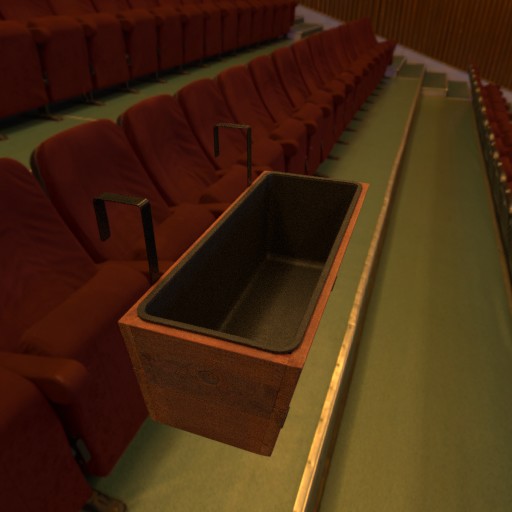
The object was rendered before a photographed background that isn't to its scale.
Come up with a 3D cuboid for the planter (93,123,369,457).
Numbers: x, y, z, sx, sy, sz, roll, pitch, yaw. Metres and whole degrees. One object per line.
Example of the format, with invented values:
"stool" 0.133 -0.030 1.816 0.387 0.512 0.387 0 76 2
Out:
"planter" 0.000 0.000 0.660 0.262 0.289 0.480 10 33 17
